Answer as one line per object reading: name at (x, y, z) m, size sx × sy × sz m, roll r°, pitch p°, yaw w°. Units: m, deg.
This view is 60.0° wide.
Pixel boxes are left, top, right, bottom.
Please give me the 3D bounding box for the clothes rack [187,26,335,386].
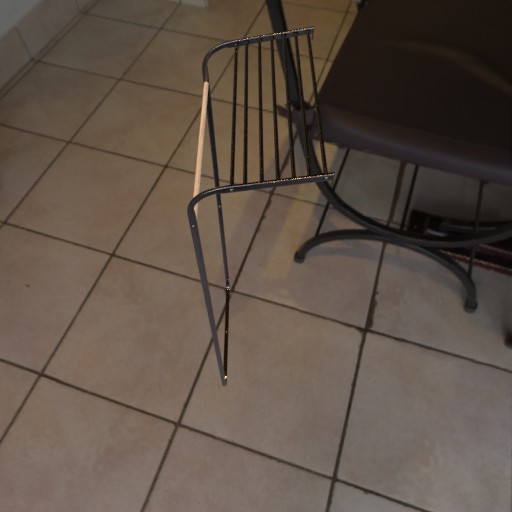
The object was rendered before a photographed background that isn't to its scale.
clothes rack at (0.000, 0.000, 1.811) m, size 0.349 × 1.574 × 0.609 m, roll 0°, pitch 57°, yaw 0°
